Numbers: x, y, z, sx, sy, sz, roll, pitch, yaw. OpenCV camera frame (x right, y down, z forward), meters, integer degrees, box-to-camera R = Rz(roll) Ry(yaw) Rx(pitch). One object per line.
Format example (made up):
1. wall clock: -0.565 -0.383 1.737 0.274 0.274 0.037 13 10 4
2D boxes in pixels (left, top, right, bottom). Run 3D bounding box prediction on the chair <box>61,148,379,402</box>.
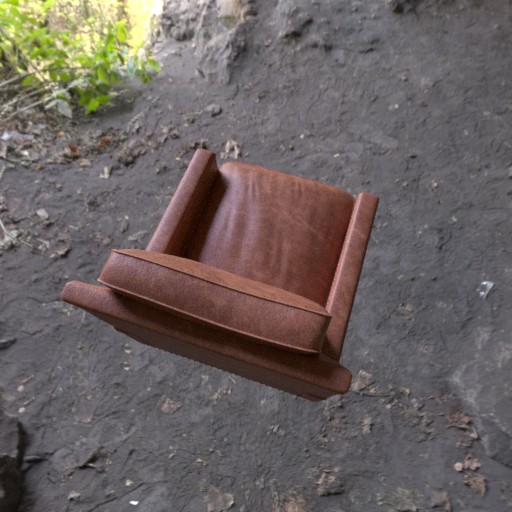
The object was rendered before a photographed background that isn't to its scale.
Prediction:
1. chair: 0.000 0.000 1.823 0.854 1.054 1.035 17 65 8
